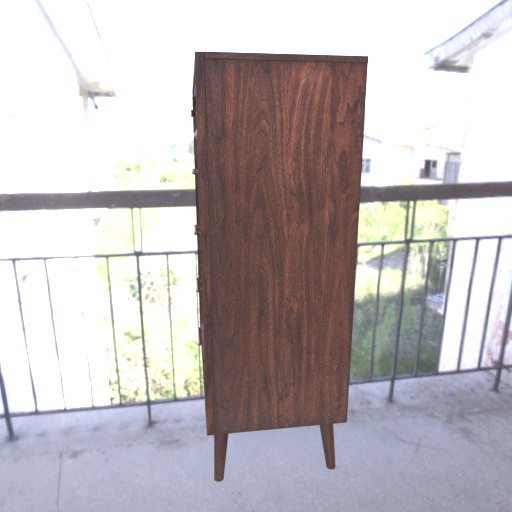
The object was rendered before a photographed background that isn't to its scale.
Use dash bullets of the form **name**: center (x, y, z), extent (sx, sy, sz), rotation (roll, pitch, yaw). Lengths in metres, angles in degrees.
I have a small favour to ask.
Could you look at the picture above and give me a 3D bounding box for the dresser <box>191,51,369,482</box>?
- **dresser**: center (0.000, 0.000, 1.808), extent (0.498, 1.365, 0.919), rotation (-2, 15, -8)
